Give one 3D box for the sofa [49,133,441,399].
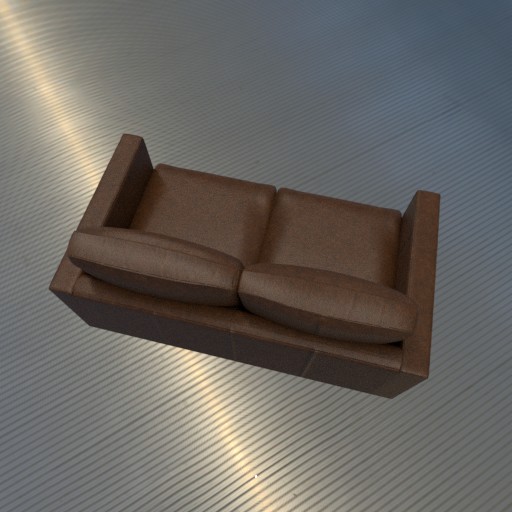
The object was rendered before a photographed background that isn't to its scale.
[{"bbox_3d":[0.000,0.000,2.152,1.578,0.951,0.909,12,64,6],"label":"sofa"}]
